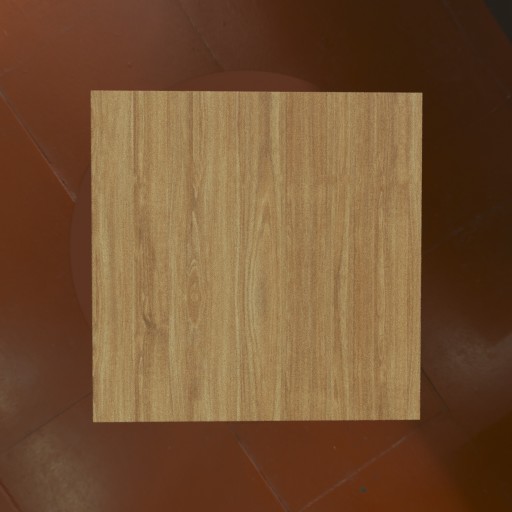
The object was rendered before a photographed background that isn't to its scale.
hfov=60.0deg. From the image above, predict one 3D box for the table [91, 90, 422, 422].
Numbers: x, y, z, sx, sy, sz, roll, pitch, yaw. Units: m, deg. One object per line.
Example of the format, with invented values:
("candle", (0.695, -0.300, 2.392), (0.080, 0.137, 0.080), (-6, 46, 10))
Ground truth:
("table", (0.000, 0.000, 1.436), (0.900, 0.450, 0.900), (0, 91, -1))
